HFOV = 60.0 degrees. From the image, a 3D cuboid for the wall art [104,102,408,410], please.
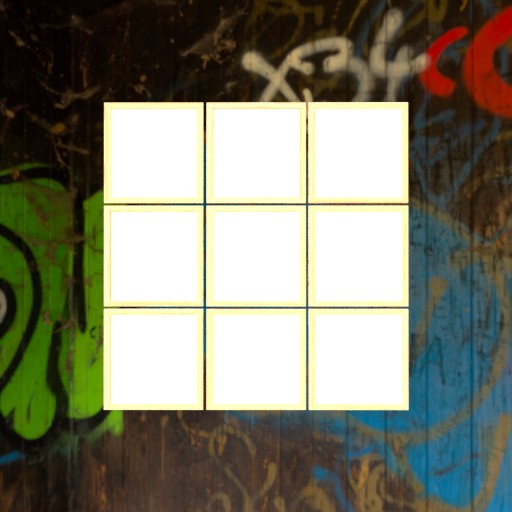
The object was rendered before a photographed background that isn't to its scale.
[{"bbox_3d":[0.000,0.000,1.763,1.206,1.218,0.013,0,0,0],"label":"wall art"}]
